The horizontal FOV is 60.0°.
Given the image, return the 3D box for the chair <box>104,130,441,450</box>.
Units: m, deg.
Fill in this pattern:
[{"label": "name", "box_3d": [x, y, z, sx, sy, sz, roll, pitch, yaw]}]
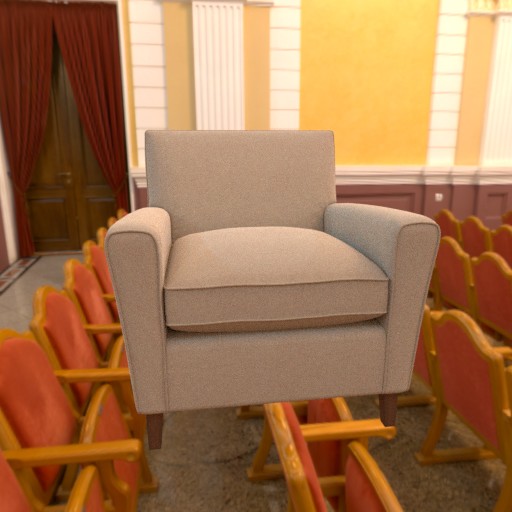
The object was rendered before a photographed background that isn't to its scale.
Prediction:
[{"label": "chair", "box_3d": [0.000, 0.000, 1.524, 0.840, 0.846, 0.871, -2, 15, -8]}]
